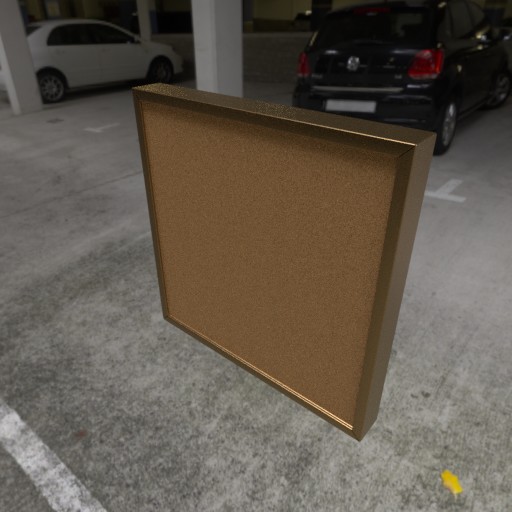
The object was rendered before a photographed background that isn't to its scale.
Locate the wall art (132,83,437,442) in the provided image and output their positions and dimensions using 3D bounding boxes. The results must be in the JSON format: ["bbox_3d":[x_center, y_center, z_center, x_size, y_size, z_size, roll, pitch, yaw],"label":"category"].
[{"bbox_3d":[0.000,0.000,0.464,0.305,0.305,0.037,23,38,33],"label":"wall art"}]
